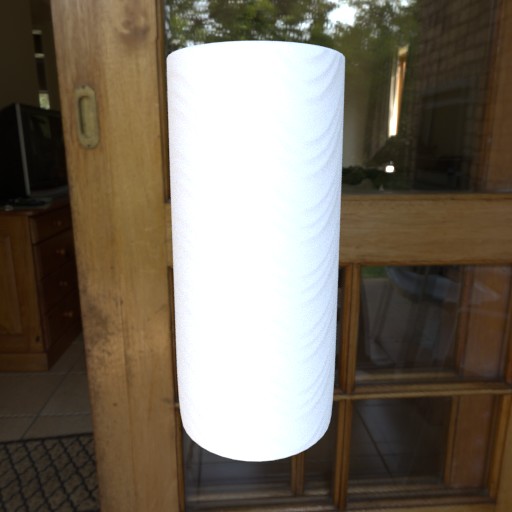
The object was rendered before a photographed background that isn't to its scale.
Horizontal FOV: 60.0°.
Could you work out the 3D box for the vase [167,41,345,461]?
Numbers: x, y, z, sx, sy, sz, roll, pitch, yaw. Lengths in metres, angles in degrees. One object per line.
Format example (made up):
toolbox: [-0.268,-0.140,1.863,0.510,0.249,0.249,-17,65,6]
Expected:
vase: [0.000,0.000,0.385,0.143,0.316,0.143,0,14,0]
